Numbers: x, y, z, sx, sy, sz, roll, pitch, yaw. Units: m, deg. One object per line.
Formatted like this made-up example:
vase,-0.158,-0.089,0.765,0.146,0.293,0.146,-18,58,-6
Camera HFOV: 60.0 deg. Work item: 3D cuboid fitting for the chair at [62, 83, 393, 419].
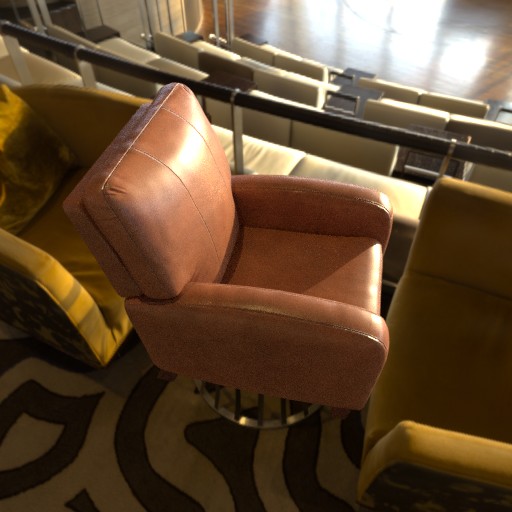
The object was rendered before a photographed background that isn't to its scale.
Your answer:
chair,0.000,0.000,1.654,0.990,0.990,0.762,10,48,9
